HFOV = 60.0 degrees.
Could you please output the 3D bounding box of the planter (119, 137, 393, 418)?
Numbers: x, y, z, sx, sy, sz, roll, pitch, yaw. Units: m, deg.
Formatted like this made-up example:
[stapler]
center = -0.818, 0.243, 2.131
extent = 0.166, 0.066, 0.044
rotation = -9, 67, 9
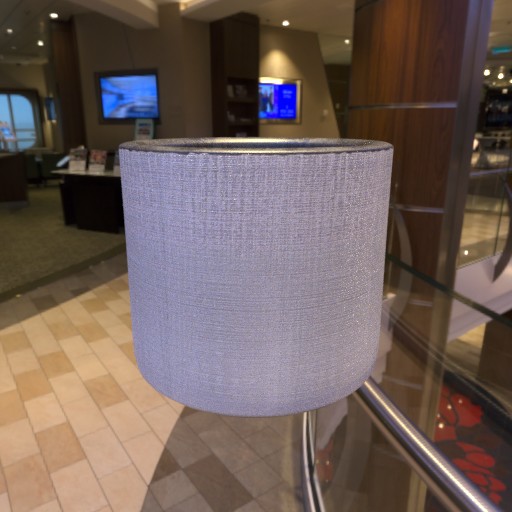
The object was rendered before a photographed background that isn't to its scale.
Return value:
[planter]
center = 0.000, 0.000, 0.223
extent = 0.125, 0.112, 0.125
rotation = 0, 17, 0
